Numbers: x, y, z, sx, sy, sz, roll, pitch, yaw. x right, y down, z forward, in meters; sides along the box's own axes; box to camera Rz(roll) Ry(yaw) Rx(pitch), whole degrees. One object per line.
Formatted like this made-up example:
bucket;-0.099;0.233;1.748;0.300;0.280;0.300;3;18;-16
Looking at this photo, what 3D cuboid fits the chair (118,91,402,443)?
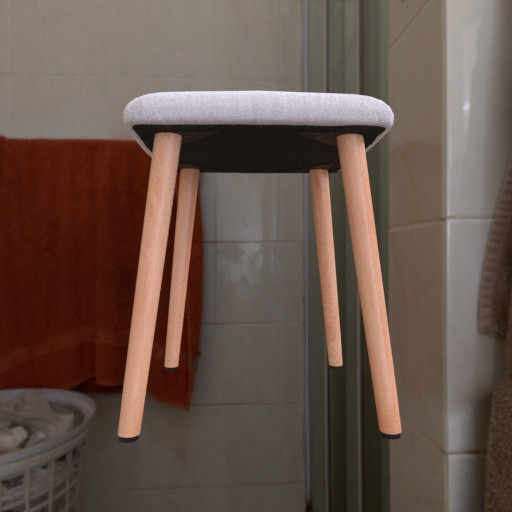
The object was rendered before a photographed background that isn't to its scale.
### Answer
chair;0.000;0.000;0.696;0.350;0.440;0.350;0;0;-2
